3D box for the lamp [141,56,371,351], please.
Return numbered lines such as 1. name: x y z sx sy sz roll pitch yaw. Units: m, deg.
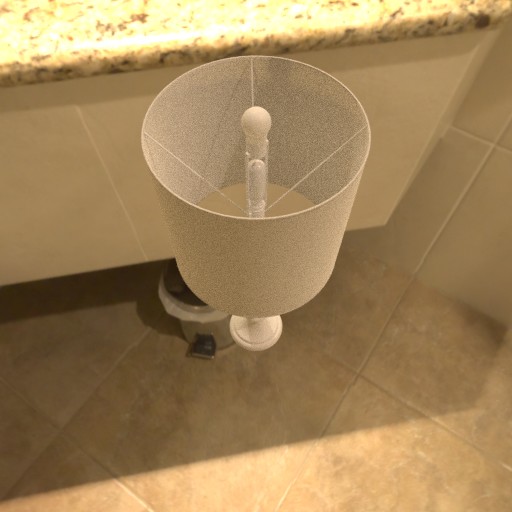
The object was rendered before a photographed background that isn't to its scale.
1. lamp: 0.000 0.000 0.723 0.250 0.597 0.250 -2 59 -1
